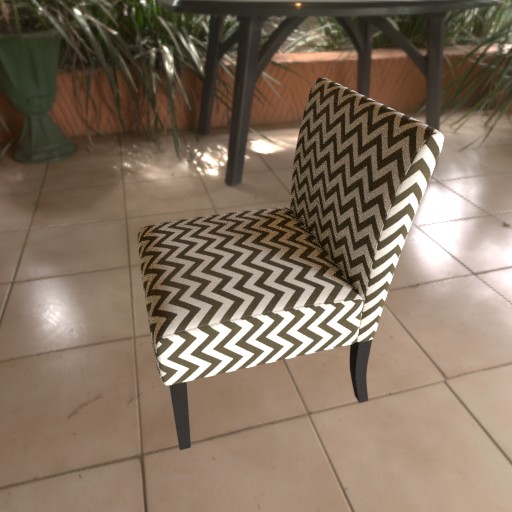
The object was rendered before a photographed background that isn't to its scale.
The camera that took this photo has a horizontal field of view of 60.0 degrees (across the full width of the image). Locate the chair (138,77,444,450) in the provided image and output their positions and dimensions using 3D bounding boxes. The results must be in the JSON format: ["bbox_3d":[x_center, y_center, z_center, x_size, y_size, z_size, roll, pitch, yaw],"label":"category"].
[{"bbox_3d":[0.000,0.000,1.274,0.648,0.838,0.589,-9,34,-14],"label":"chair"}]
